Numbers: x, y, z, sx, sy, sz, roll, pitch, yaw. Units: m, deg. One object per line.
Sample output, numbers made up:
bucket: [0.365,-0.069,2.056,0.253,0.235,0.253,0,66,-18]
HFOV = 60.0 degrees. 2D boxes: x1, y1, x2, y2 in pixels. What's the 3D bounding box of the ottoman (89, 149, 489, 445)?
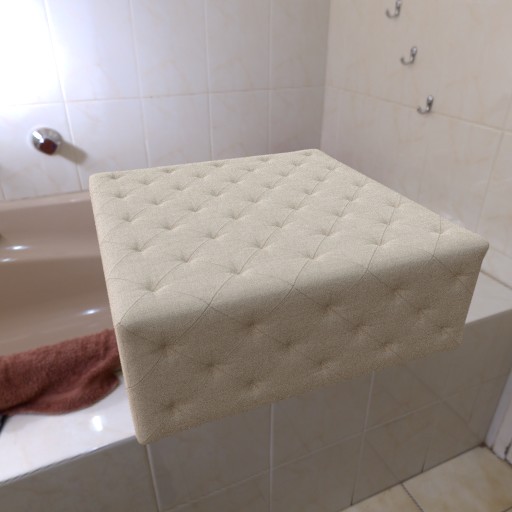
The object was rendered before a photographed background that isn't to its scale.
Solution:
ottoman: [0.000,0.000,1.586,1.028,0.439,1.028,-11,31,-19]
